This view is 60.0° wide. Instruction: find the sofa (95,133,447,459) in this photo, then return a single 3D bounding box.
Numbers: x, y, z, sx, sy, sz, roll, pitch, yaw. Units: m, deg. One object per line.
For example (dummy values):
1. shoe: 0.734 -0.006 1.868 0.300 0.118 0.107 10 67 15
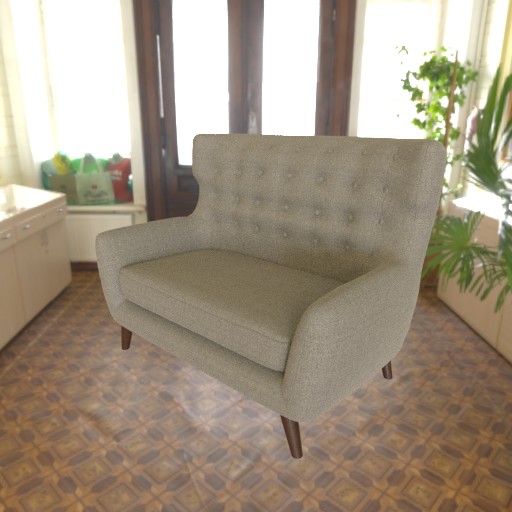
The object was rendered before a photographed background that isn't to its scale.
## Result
1. sofa: 0.000 0.000 1.978 1.386 1.028 0.884 15 23 41
